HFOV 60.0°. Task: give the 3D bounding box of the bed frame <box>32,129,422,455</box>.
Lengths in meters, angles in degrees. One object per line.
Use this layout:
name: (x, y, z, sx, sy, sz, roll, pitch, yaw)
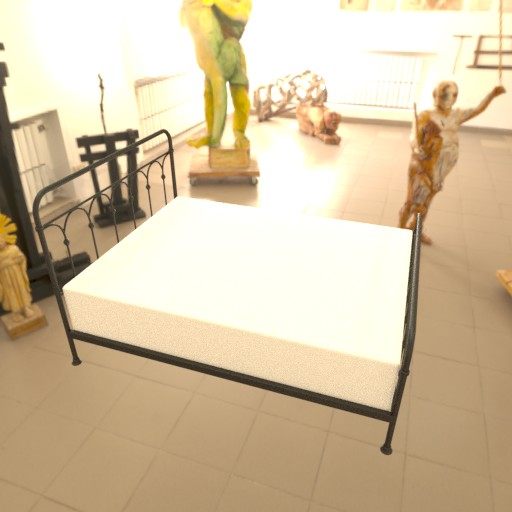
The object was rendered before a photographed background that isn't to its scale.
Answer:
bed frame: (0.000, 0.000, 3.164, 2.203, 1.276, 1.664, 10, 32, 16)
